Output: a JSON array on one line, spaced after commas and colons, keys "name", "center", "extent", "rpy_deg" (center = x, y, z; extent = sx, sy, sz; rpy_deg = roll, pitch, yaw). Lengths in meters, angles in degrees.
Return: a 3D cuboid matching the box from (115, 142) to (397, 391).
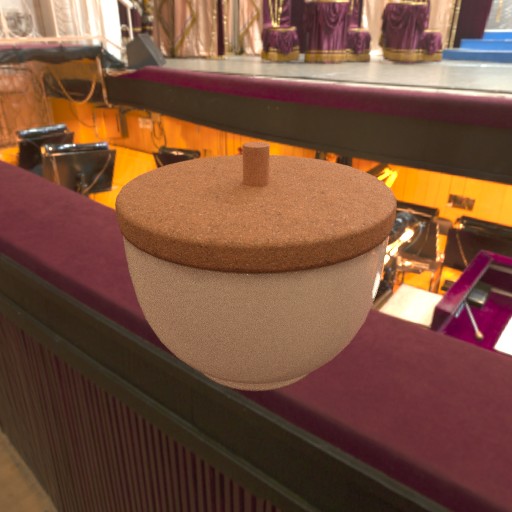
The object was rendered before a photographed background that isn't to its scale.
[{"name": "box", "center": [0.000, 0.000, 0.188], "extent": [0.107, 0.094, 0.107], "rpy_deg": [0, 26, 0]}]
